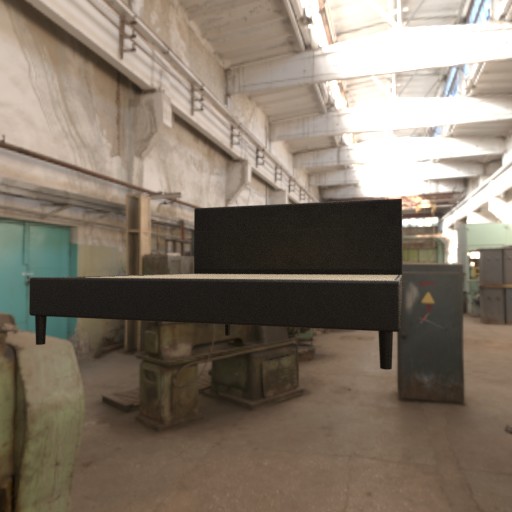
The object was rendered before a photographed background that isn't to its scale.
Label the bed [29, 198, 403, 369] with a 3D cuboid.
[{"bbox_3d":[0.000,0.000,3.234,2.018,1.046,2.152,0,-2,19],"label":"bed"}]
